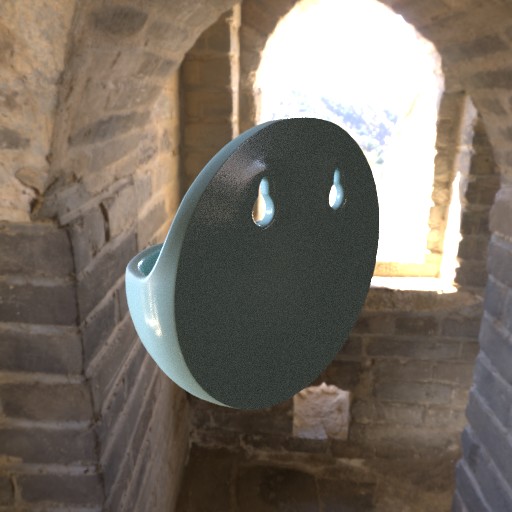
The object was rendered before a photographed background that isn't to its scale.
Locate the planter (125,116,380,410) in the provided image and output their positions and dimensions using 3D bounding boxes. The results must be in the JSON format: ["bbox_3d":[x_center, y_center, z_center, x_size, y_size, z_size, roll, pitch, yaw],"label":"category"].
[{"bbox_3d":[0.000,0.000,0.274,0.073,0.164,0.189,15,22,41],"label":"planter"}]
